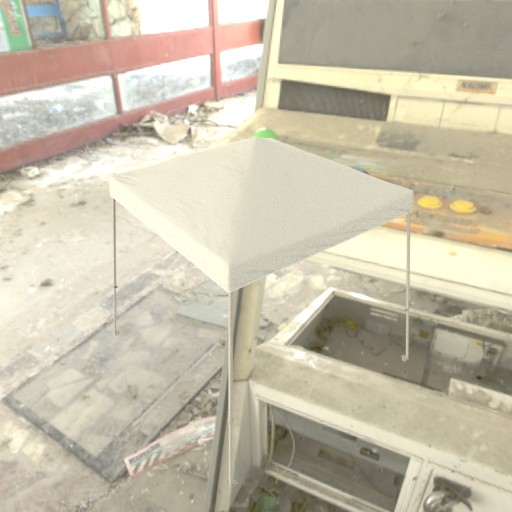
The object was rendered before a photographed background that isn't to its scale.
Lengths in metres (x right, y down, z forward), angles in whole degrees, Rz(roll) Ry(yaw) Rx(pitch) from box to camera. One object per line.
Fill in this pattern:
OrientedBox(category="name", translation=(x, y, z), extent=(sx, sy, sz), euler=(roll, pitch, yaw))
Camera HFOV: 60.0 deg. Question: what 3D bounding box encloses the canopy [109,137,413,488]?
OrientedBox(category="canopy", translation=(0.000, 0.000, 6.651), extent=(3.599, 3.600, 3.600), euler=(-22, 38, -31))
